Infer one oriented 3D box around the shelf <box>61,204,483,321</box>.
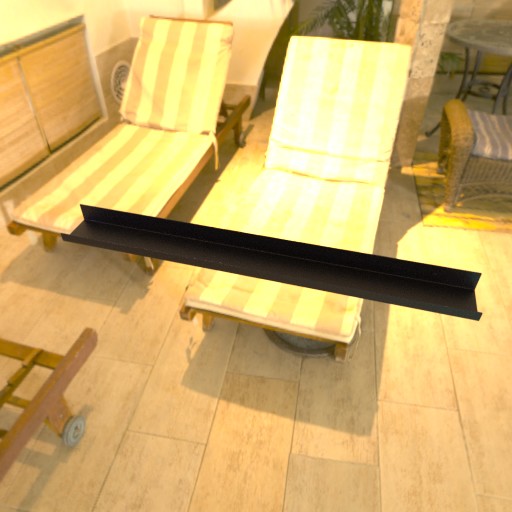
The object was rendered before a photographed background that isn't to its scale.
[{"bbox_3d":[0.000,0.000,0.974,0.924,0.049,0.092,10,41,12],"label":"shelf"}]
